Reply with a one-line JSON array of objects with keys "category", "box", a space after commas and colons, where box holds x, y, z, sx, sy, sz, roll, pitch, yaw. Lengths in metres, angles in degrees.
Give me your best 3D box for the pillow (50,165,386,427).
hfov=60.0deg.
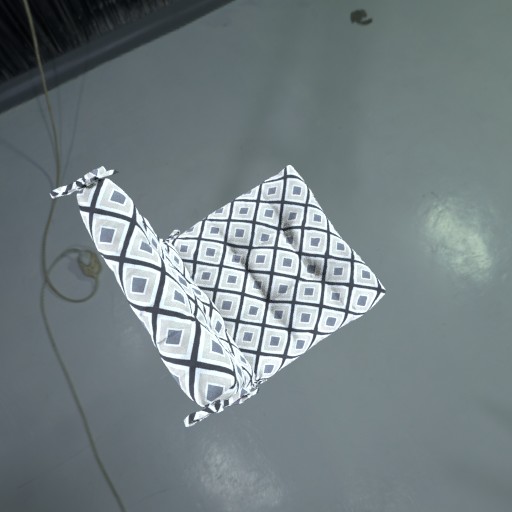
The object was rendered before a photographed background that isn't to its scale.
[{"category": "pillow", "box": [0.000, 0.000, 1.034, 0.571, 0.605, 0.519, -32, 76, -9]}]
